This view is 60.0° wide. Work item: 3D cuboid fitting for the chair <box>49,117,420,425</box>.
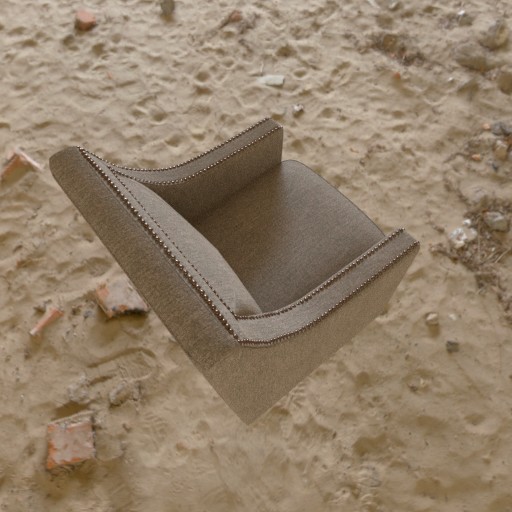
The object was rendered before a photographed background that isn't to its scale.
[{"bbox_3d":[0.000,0.000,1.598,0.884,0.967,0.776,-35,65,-19],"label":"chair"}]
